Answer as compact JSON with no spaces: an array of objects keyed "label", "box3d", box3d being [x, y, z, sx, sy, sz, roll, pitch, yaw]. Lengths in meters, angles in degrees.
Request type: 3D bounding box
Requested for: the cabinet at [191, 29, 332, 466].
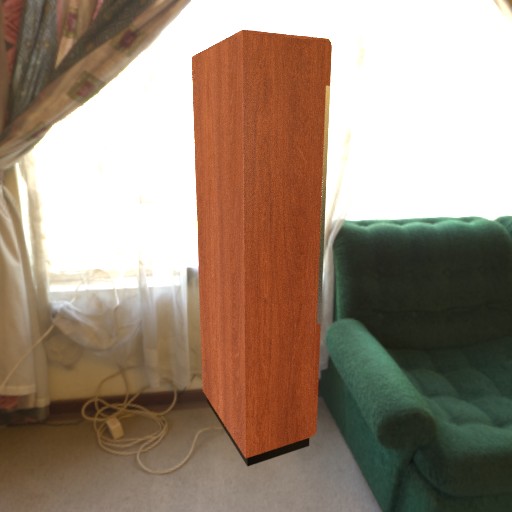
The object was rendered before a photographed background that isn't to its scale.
[{"label":"cabinet","box3d":[0.000,0.000,2.301,0.420,1.980,0.660,-7,17,-24]}]
